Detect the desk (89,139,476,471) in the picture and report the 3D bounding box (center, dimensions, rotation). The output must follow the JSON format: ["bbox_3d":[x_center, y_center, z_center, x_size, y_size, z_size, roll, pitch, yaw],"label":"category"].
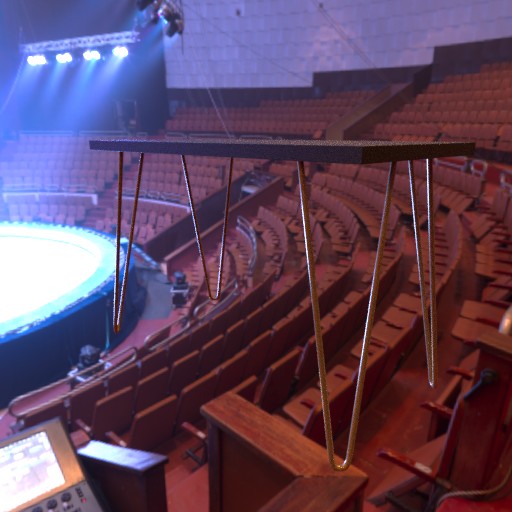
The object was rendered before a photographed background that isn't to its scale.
[{"bbox_3d":[0.000,0.000,1.316,0.499,0.660,0.991,-15,21,-43],"label":"desk"}]
